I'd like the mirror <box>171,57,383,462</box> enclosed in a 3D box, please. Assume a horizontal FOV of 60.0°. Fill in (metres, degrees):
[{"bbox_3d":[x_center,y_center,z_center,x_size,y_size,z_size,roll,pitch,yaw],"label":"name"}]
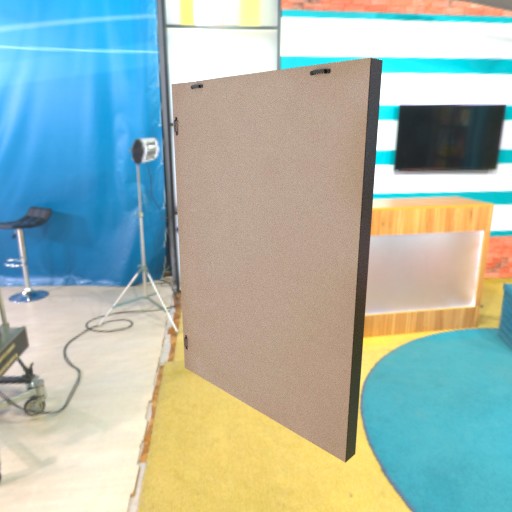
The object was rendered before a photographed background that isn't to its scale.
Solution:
[{"bbox_3d":[0.000,0.000,0.929,0.507,0.710,0.039,15,21,43],"label":"mirror"}]
